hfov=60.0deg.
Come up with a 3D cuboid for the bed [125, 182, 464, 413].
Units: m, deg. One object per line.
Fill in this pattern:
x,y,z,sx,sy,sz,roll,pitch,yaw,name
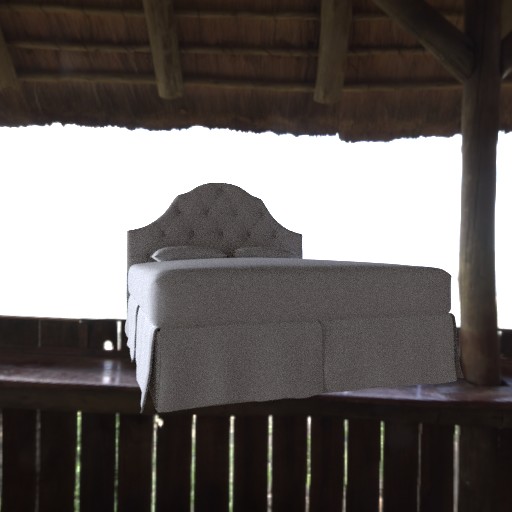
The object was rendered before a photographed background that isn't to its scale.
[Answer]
0.000,0.000,3.677,2.039,1.617,2.477,0,0,-19,bed
